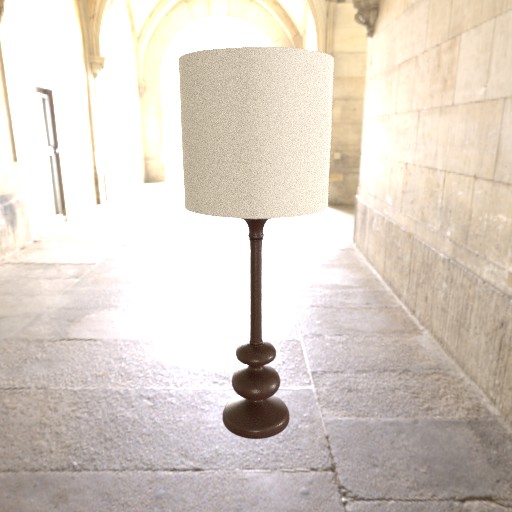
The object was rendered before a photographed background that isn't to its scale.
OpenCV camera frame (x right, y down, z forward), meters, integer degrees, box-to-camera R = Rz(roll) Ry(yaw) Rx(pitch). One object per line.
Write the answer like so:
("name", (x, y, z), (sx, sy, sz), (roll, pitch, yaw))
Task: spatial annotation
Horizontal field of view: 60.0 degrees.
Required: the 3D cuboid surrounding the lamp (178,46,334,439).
("lamp", (0.000, 0.000, 0.818), (0.254, 0.690, 0.254), (15, 21, 42))
